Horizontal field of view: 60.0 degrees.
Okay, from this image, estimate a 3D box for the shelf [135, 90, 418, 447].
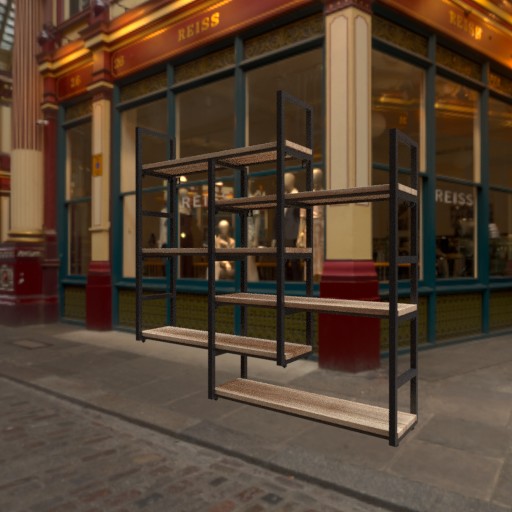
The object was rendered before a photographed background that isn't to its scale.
[{"bbox_3d":[0.000,0.000,1.392,0.946,0.921,0.183,0,0,36],"label":"shelf"}]
